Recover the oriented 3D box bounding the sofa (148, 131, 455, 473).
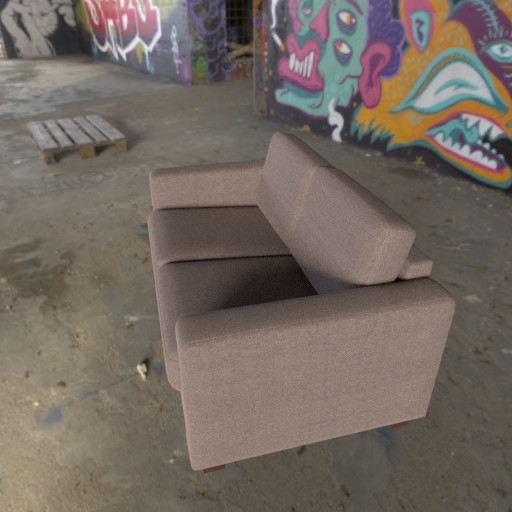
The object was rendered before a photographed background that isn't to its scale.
[{"bbox_3d":[0.000,0.000,1.976,0.900,0.800,1.520,-8,31,-13],"label":"sofa"}]
